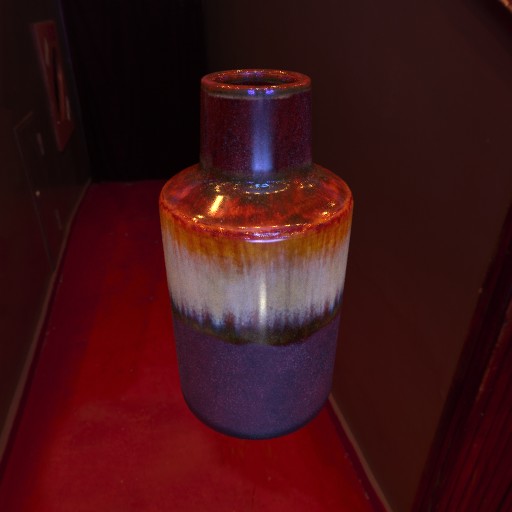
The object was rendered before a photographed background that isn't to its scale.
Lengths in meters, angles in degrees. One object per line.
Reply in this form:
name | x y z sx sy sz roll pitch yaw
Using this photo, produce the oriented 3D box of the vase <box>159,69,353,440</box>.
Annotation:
vase | 0.000 0.000 0.268 0.108 0.204 0.108 0 31 0
